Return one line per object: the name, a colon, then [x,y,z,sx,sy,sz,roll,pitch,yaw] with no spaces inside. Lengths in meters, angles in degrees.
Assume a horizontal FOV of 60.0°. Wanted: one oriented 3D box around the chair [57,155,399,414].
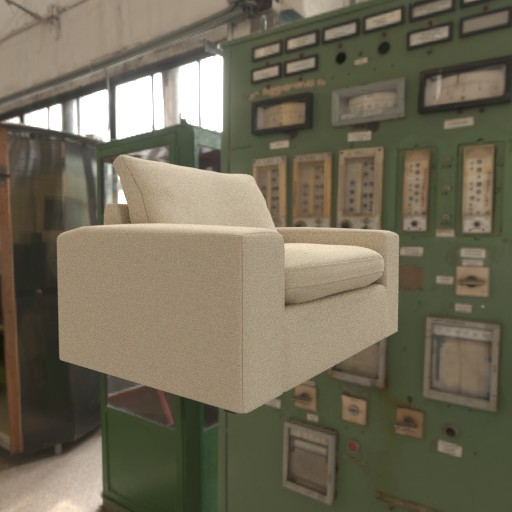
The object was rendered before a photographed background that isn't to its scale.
chair: [0.000,0.000,2.102,1.039,0.915,1.398,2,3,36]
